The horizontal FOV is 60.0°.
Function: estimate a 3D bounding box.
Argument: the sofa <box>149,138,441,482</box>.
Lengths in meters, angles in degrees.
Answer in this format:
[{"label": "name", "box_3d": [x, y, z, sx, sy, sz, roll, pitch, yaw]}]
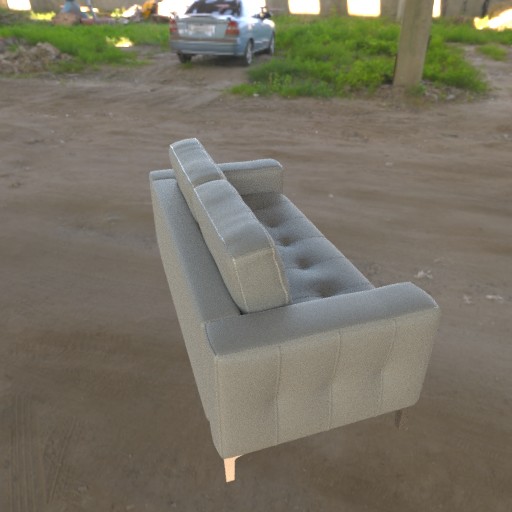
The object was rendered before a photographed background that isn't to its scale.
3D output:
[{"label": "sofa", "box_3d": [0.000, 0.000, 2.198, 0.833, 0.892, 1.726, -9, 32, -16]}]
